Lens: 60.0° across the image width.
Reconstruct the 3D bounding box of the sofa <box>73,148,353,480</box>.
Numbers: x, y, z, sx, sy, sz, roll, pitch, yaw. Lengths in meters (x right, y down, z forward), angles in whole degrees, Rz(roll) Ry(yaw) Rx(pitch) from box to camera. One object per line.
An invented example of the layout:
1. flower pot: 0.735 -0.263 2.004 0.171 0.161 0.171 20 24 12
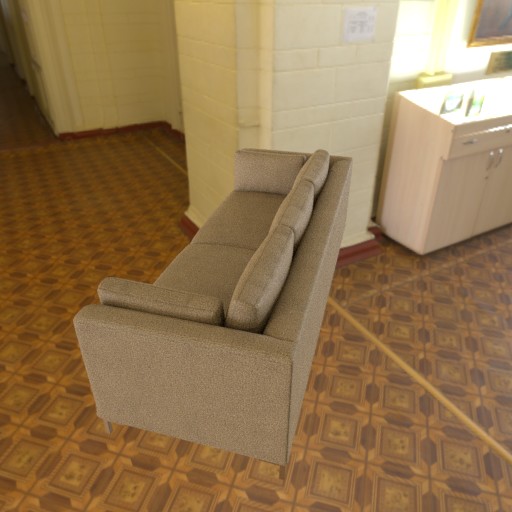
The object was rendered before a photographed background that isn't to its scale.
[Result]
1. sofa: 0.000 0.000 2.904 0.969 0.867 2.415 8 32 14
